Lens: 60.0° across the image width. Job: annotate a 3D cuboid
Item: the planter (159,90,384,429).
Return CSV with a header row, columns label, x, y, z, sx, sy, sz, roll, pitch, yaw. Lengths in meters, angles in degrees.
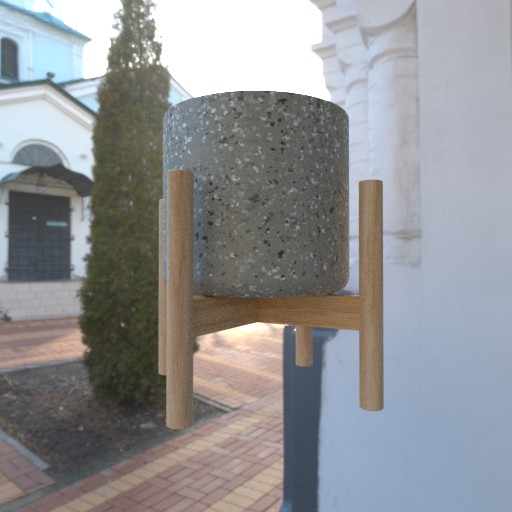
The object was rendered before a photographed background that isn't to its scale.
label,x,y,z,sx,sy,sz,roll,pitch,yaw
planter,0.000,0.000,0.539,0.284,0.320,0.284,1,-1,-37
